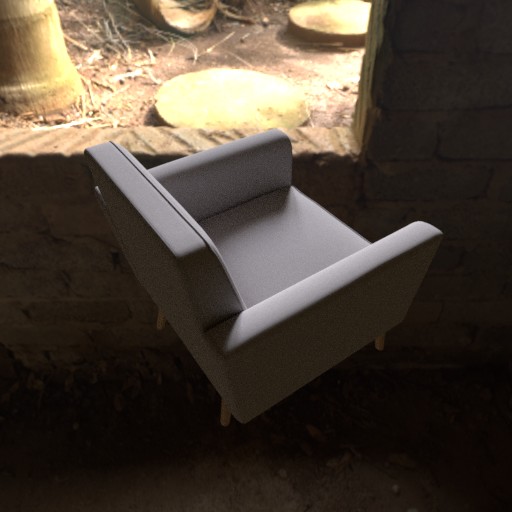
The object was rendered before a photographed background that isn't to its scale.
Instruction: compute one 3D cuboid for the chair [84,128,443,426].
[{"bbox_3d":[0.000,0.000,1.419,0.750,0.780,0.780,-25,48,-25],"label":"chair"}]
